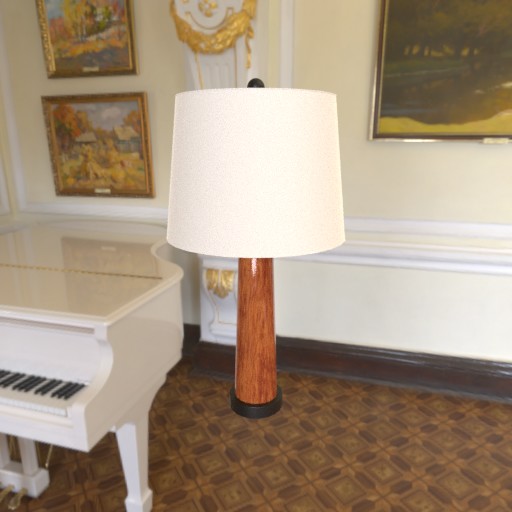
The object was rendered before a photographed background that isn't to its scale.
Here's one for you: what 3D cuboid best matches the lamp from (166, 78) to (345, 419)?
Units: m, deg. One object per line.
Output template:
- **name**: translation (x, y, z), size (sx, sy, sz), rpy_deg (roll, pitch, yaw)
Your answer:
- **lamp**: translation (0.000, 0.000, 0.889), size (0.349, 0.667, 0.349), rpy_deg (0, 15, 0)
